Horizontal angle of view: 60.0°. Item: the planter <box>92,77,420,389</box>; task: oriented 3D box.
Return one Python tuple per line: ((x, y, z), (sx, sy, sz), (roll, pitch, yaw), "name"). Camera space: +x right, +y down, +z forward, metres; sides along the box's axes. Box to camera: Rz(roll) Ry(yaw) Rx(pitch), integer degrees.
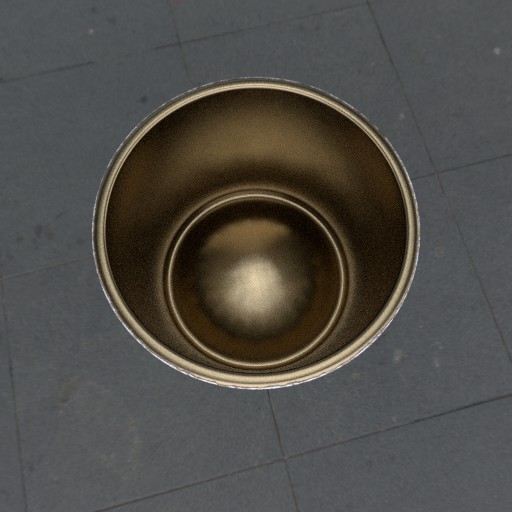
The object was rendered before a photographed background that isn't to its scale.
((0.000, 0.000, 0.388), (0.221, 0.201, 0.221), (0, 75, 0), "planter")
